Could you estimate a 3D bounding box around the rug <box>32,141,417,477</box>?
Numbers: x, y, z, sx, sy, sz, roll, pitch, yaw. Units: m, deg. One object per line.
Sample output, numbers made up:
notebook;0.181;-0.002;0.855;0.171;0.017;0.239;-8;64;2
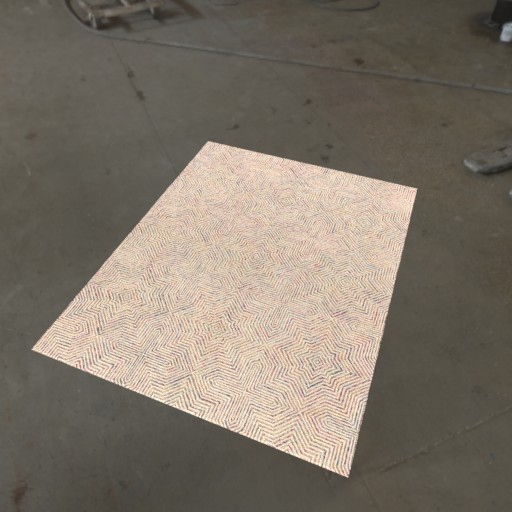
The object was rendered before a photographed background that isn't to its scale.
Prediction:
rug;0.000;0.000;4.003;2.442;0.008;3.046;16;49;15
